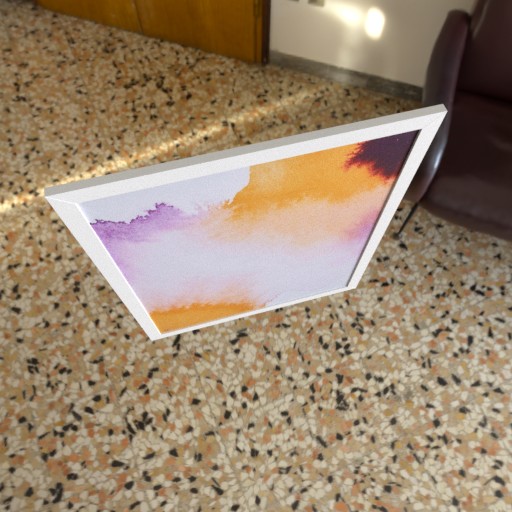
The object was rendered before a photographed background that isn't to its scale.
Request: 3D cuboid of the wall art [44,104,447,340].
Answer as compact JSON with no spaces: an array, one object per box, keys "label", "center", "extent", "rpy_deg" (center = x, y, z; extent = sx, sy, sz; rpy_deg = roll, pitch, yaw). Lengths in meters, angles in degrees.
[{"label":"wall art","center":[0.000,0.000,0.763],"extent":[0.482,0.557,0.012],"rpy_deg":[-14,64,-7]}]
